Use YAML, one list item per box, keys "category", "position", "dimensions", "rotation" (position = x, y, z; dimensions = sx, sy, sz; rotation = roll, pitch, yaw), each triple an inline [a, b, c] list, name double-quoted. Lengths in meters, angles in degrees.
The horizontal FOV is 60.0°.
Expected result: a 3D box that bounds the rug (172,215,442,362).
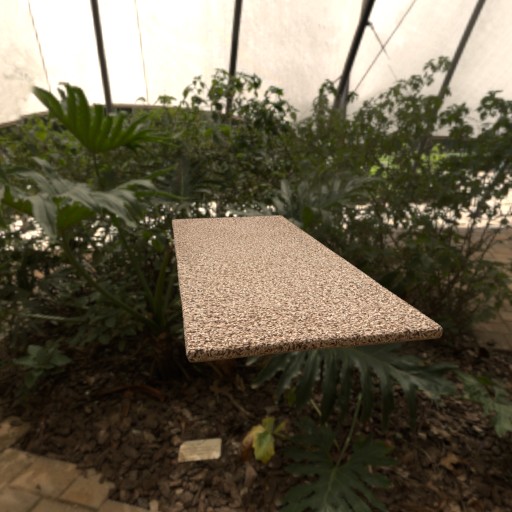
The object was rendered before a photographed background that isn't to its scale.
- category: "rug"
  position: [0.000, 0.000, 1.717]
  dimensions: [0.609, 0.030, 1.524]
  rotation: [-3, 16, -11]
